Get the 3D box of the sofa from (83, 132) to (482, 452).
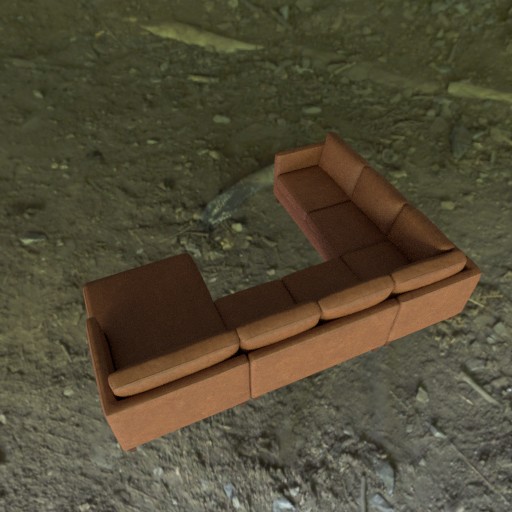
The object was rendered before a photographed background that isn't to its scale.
[{"bbox_3d":[0.000,0.000,4.574,3.460,0.923,2.593,-17,48,-16],"label":"sofa"}]
